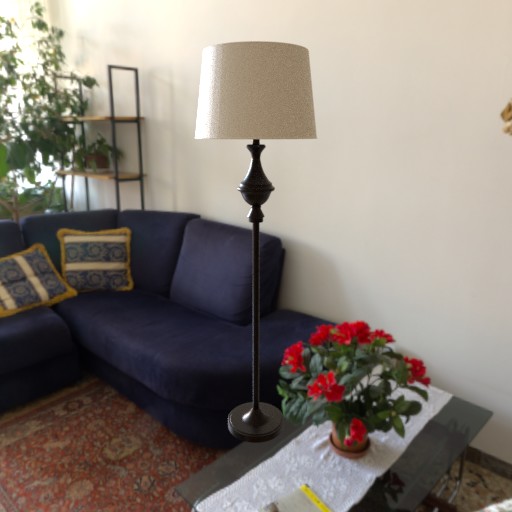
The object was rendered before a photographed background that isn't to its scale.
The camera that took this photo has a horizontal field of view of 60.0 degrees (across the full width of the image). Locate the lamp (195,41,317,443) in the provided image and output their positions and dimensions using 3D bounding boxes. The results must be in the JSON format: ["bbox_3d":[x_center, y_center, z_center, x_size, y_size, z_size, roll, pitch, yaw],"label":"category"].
[{"bbox_3d":[0.000,0.000,1.687,0.431,1.484,0.431,0,16,0],"label":"lamp"}]
